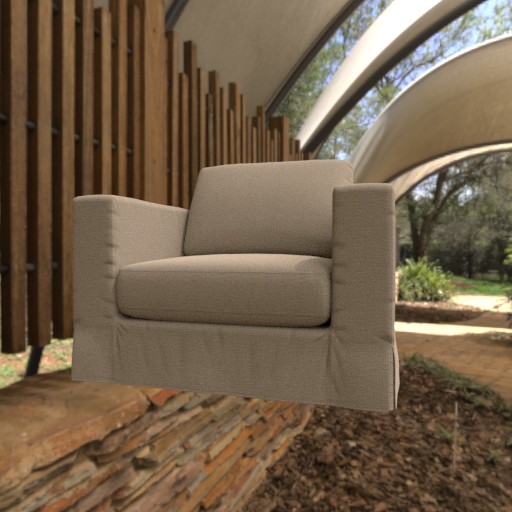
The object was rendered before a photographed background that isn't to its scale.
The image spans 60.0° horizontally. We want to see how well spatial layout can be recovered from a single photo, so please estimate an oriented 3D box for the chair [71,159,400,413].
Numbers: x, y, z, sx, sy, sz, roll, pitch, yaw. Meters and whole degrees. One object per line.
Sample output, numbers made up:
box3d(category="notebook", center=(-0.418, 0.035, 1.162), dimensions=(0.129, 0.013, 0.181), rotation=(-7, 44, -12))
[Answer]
box3d(category="chair", center=(0.000, 0.000, 1.869), dimensions=(1.150, 0.878, 0.957), rotation=(0, 1, 17))
